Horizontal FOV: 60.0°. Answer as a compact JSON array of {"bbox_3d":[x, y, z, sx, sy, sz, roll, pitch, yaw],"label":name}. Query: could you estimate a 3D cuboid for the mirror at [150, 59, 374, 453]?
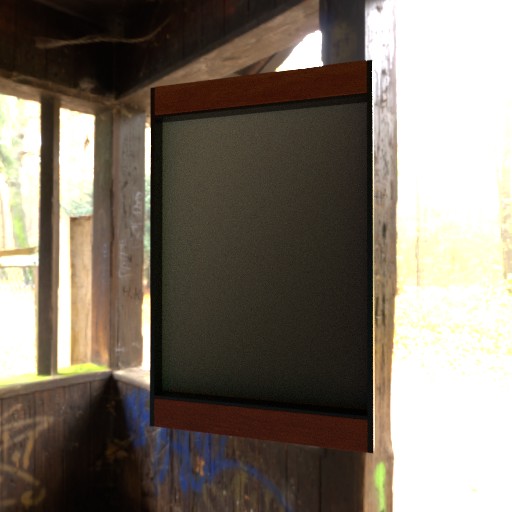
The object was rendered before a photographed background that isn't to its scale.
[{"bbox_3d":[0.000,0.000,1.022,0.525,0.823,0.047,0,-1,17],"label":"mirror"}]
